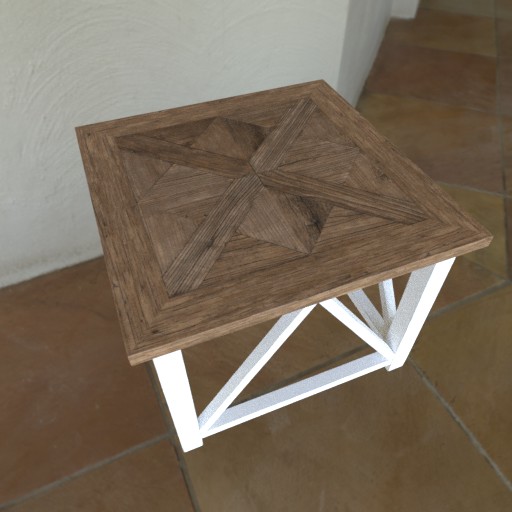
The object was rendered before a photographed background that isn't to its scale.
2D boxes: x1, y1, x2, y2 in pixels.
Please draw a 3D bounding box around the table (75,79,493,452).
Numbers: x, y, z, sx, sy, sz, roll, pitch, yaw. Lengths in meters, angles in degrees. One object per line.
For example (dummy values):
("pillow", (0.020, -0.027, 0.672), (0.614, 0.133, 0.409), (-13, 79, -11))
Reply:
("table", (0.000, 0.000, 1.174), (0.700, 0.532, 0.700), (-16, 49, -15))
